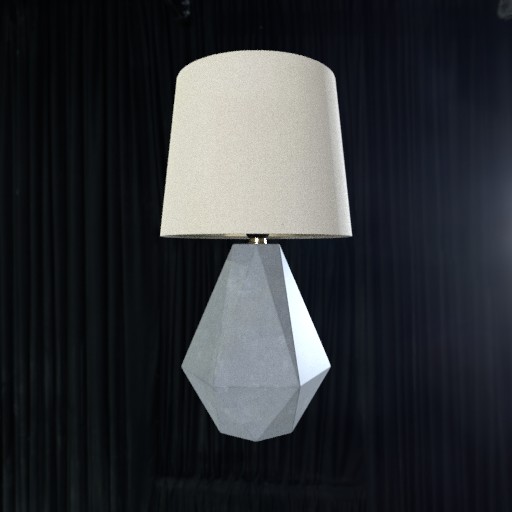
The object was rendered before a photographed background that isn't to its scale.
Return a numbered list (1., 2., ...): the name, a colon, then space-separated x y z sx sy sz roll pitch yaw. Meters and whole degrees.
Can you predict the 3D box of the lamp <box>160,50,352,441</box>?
1. lamp: 0.000 0.000 0.653 0.276 0.501 0.276 0 1 0
